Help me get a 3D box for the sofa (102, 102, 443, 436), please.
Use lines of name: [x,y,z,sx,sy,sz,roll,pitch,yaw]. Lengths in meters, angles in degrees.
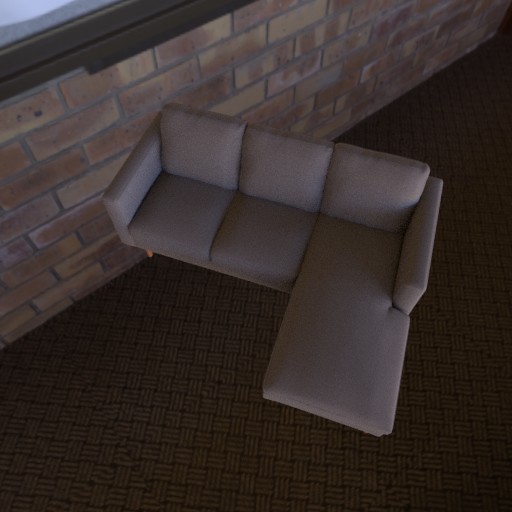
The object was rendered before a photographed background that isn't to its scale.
sofa: [0.000,0.000,2.848,2.031,0.897,1.591,16,60,10]
